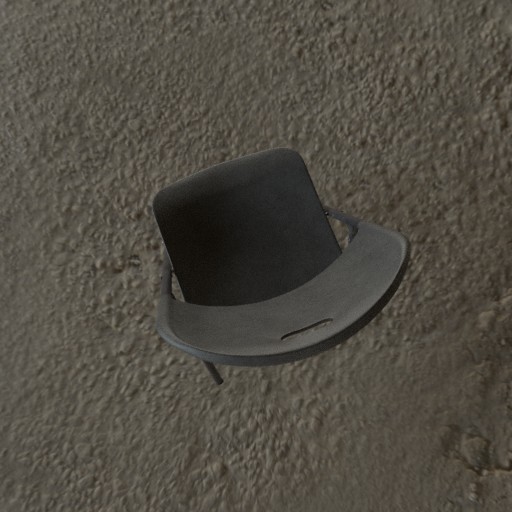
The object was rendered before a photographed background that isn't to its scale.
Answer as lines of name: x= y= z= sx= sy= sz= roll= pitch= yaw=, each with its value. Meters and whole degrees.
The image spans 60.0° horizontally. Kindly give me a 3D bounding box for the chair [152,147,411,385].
chair: x=0.000 y=0.000 z=1.164 sx=0.494 sy=0.810 sz=0.567 roll=-20 pitch=77 yaw=-5
